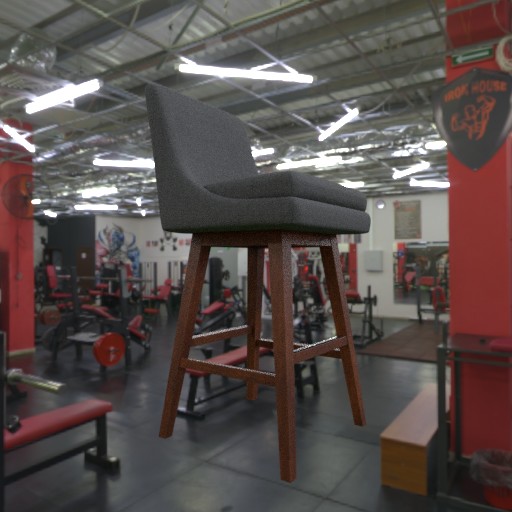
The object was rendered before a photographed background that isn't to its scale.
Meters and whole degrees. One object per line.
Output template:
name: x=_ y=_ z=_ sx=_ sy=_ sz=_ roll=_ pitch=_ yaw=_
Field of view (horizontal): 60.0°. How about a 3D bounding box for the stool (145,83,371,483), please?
stool: x=0.000 y=0.000 z=1.260 sx=0.524 sy=0.977 sz=0.447 roll=0 pitch=0 yaw=36
